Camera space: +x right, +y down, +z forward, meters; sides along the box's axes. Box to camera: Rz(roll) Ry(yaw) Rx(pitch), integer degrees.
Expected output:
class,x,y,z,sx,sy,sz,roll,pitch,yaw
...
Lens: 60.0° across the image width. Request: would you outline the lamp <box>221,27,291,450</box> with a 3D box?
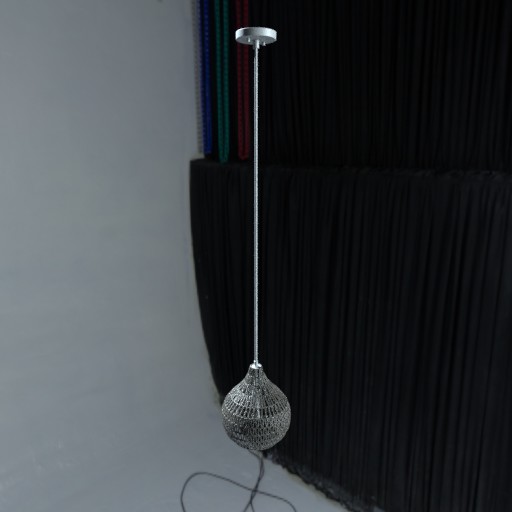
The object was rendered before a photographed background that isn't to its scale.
class,x,y,z,sx,sy,sz,roll,pitch,yaw
lamp,0.000,0.000,2.079,0.355,1.919,0.355,13,19,43
